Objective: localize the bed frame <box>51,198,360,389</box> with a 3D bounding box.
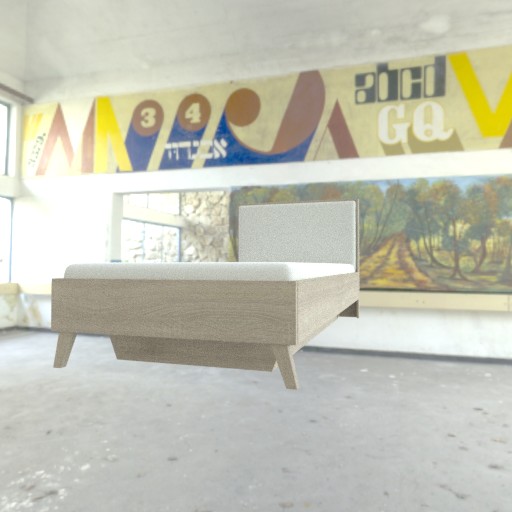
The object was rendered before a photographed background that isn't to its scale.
[{"bbox_3d":[0.000,0.000,2.612,0.990,0.920,2.140,0,-1,18],"label":"bed frame"}]
